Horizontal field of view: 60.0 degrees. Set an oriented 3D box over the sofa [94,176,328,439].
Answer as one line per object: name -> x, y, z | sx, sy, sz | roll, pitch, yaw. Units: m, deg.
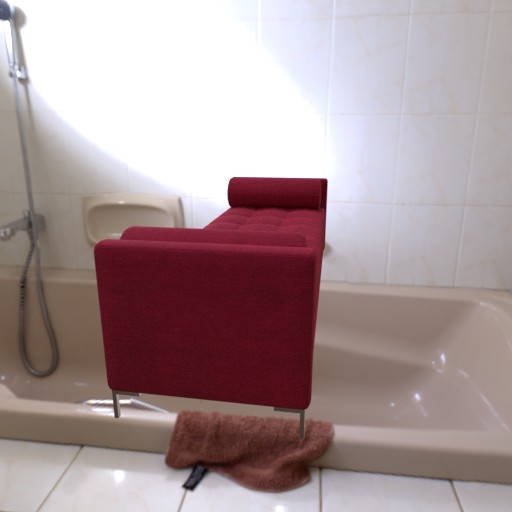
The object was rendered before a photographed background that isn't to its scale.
sofa -> 0.000, 0.000, 2.318 | 0.686, 0.635, 1.981 | 3, 16, 9
